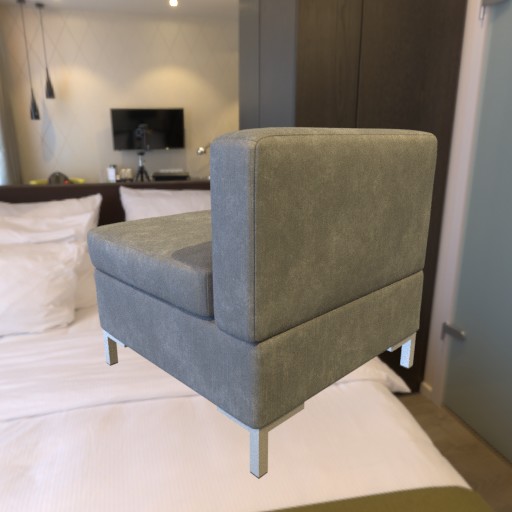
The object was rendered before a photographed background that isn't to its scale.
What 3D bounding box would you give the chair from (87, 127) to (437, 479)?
[{"bbox_3d":[0.000,0.000,1.200,0.680,0.660,0.680,-14,21,-42],"label":"chair"}]
